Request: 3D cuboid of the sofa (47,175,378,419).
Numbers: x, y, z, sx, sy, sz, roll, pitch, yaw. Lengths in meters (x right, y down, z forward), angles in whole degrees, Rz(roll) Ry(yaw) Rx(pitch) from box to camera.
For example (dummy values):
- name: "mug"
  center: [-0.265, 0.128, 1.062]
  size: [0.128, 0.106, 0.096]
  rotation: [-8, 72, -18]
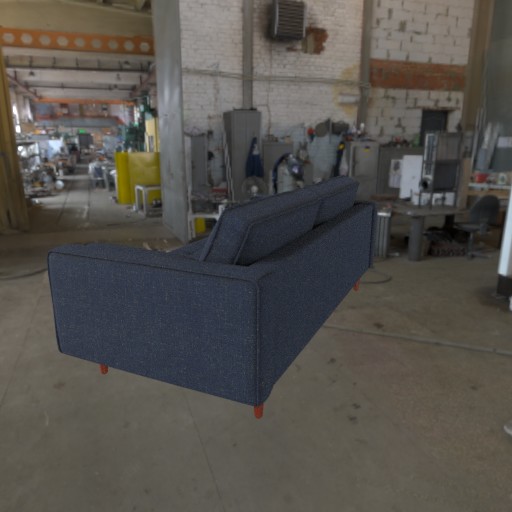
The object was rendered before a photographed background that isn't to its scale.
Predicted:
- name: "sofa"
  center: [0.000, 0.000, 2.343]
  size: [0.914, 0.762, 1.880]
  rotation: [7, 16, 24]
